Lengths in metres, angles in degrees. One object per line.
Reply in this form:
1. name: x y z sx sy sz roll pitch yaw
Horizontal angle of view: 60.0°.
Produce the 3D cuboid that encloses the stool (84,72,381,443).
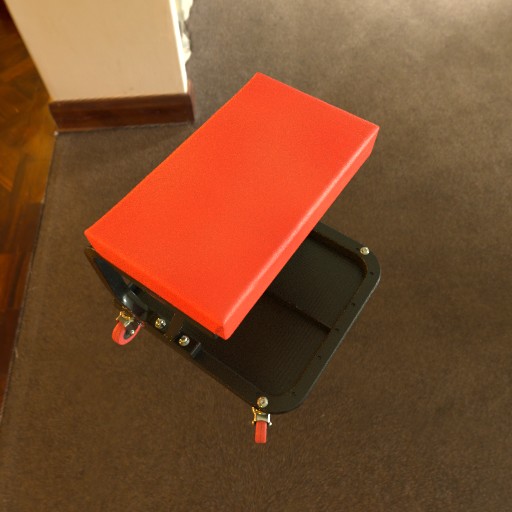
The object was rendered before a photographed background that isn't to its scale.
1. stool: 0.000 0.000 0.732 0.371 0.380 0.446 31 64 17
